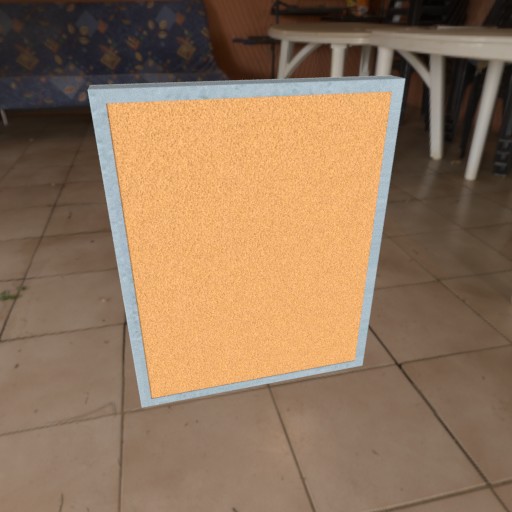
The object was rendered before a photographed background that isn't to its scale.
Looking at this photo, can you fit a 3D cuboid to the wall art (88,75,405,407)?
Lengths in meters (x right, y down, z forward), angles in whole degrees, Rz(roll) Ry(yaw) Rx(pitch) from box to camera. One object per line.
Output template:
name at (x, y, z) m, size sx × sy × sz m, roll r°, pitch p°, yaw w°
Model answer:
wall art at (0.000, 0.000, 0.690) m, size 0.409 × 0.509 × 0.037 m, roll -7°, pitch 29°, yaw -13°
